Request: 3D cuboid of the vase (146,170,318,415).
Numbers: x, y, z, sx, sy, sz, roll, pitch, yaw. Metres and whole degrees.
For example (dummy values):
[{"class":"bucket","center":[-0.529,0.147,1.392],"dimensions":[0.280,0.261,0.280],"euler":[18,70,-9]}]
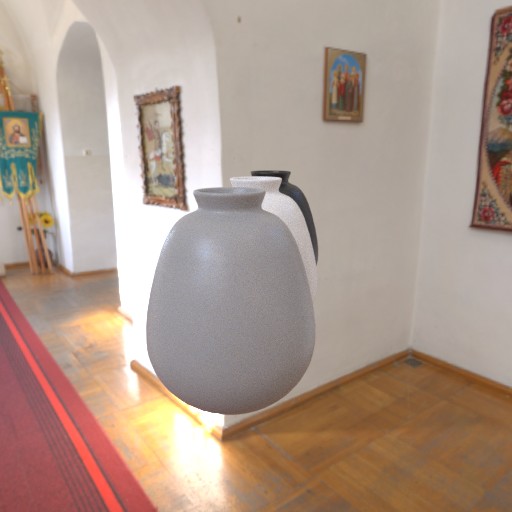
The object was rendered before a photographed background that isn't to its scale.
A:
[{"class":"vase","center":[0.000,0.000,0.351],"dimensions":[0.097,0.122,0.297],"euler":[2,14,8]}]
